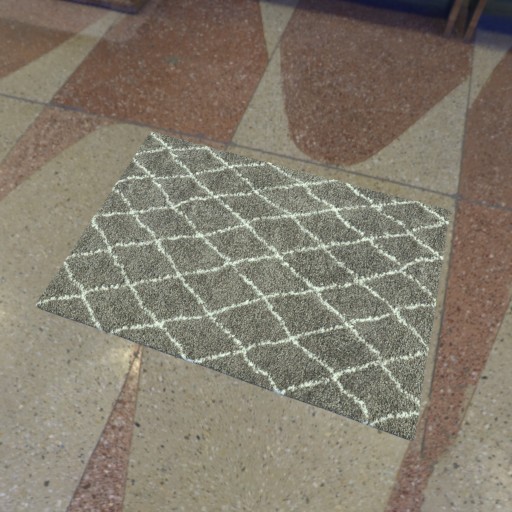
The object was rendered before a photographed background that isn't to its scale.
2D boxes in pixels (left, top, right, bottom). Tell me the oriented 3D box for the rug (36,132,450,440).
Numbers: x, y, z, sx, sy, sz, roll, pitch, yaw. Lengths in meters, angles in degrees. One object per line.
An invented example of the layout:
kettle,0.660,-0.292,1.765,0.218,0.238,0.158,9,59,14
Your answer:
rug,0.000,0.000,2.228,1.778,0.030,1.219,17,61,10
